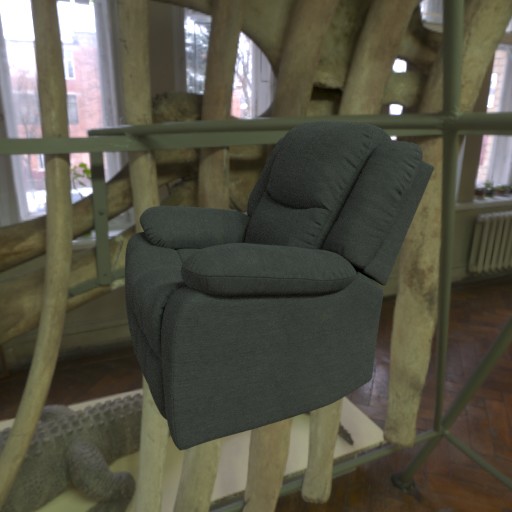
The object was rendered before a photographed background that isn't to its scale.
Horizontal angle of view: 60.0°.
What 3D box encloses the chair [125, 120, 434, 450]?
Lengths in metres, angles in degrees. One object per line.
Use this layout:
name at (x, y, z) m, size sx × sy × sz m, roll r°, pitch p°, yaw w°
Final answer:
chair at (0.000, 0.000, 1.723) m, size 0.944 × 1.008 × 0.899 m, roll -8°, pitch 18°, yaw -24°
